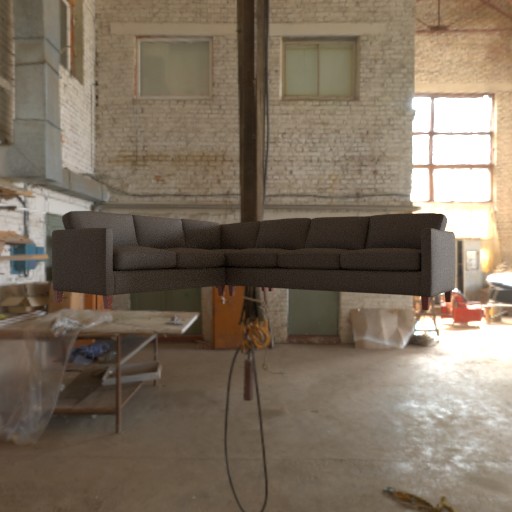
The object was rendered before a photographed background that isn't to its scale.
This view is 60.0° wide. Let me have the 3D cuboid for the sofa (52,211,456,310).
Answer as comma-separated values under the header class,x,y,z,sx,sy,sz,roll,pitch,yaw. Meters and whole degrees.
class,x,y,z,sx,sy,sz,roll,pitch,yaw
sofa,0.000,0.000,4.515,3.302,0.947,2.593,0,0,37
